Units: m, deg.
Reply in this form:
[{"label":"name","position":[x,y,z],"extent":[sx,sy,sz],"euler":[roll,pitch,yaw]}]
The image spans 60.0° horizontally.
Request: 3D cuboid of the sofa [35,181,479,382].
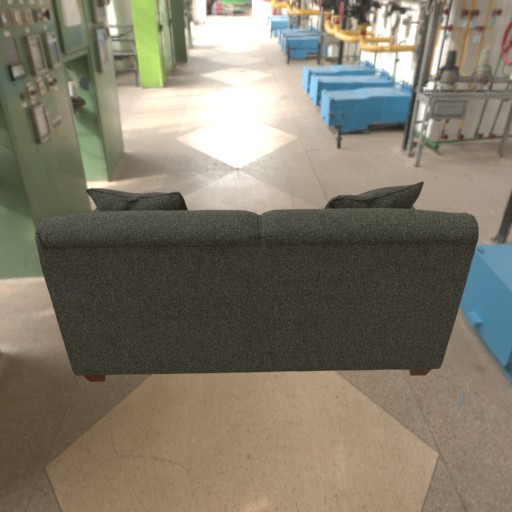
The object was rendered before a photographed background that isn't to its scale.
[{"label":"sofa","position":[0.000,0.000,2.415],"extent":[1.846,0.958,0.998],"euler":[-1,31,-1]}]
